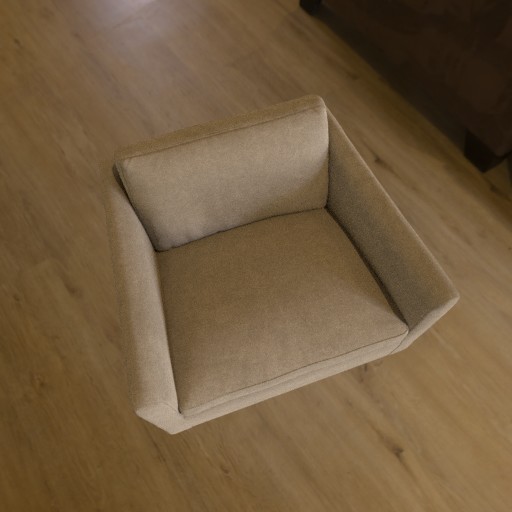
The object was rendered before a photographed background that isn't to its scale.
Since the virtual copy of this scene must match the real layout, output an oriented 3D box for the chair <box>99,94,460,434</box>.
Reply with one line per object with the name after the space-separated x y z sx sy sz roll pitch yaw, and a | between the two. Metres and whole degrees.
0.000 0.000 1.925 1.190 0.845 1.091 -17 64 -9 | chair
